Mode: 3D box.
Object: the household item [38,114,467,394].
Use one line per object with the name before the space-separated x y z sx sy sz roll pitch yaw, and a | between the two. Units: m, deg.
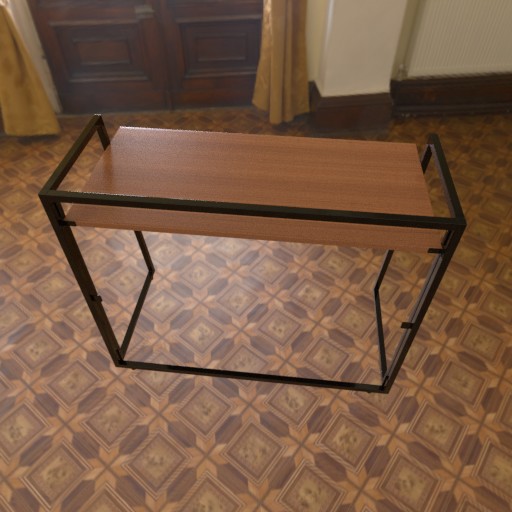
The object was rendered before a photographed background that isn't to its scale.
household item | 0.000 0.000 1.556 1.050 0.860 0.510 4 47 4
